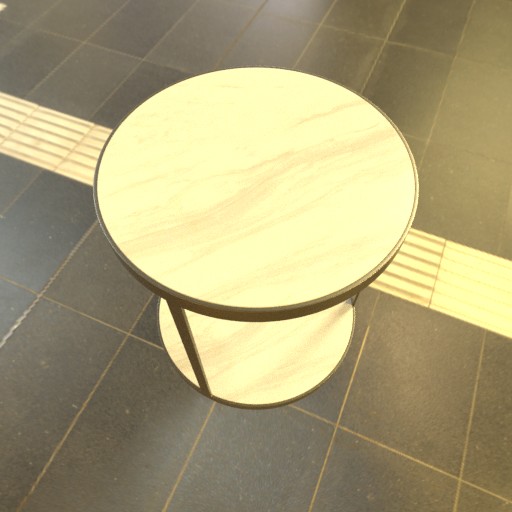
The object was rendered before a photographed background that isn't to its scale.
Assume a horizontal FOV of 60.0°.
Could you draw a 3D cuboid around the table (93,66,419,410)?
[{"bbox_3d":[0.000,0.000,0.819,0.445,0.479,0.445,0,58,0],"label":"table"}]
